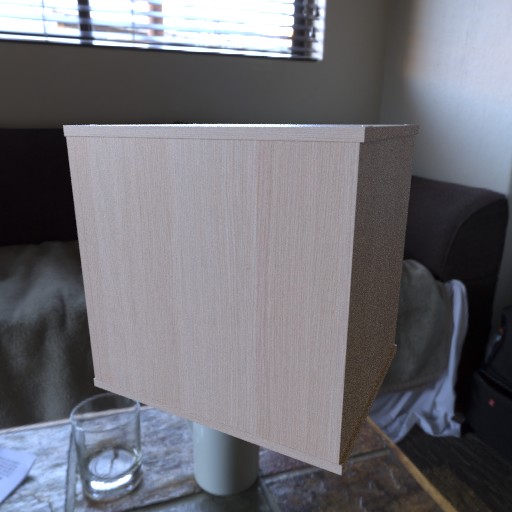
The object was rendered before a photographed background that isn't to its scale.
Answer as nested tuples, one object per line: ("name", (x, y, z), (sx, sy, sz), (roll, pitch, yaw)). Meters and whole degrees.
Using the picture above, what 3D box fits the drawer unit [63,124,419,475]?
("drawer unit", (0.000, 0.000, 0.605), (0.349, 0.344, 0.290), (9, 19, 26))
